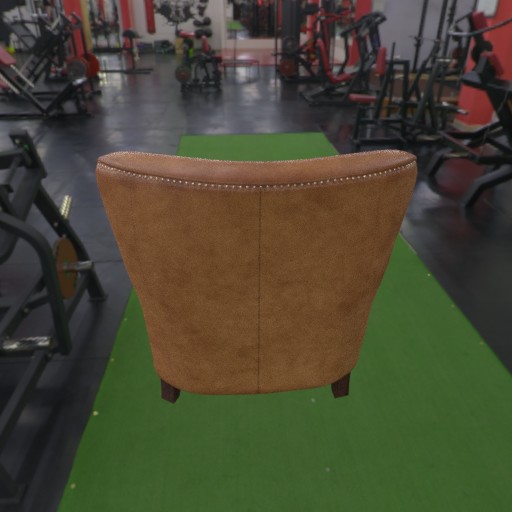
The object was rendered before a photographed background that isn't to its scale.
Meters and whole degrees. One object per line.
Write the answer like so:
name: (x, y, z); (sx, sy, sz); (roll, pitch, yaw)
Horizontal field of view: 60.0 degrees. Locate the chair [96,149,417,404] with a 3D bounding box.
chair: (0.000, 0.000, 1.605); (0.861, 0.936, 0.921); (-1, 29, -1)
